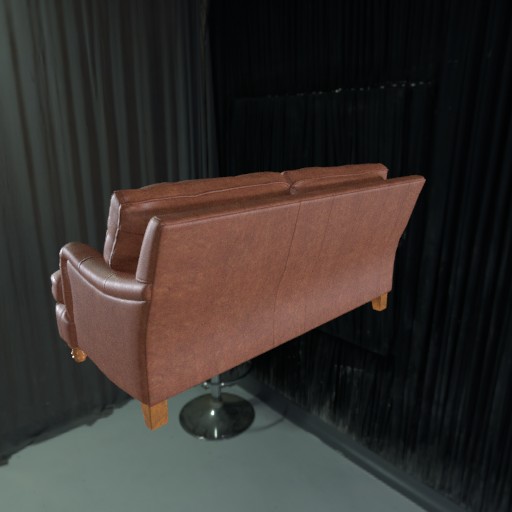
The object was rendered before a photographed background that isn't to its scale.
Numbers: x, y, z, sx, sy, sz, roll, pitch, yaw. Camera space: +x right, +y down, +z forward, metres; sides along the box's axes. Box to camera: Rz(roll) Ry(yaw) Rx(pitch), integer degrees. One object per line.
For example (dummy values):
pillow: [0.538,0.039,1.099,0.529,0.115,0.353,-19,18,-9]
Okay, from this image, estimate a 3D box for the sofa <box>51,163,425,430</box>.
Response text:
sofa: [0.000,0.000,2.762,2.144,1.071,1.147,-15,22,-42]
